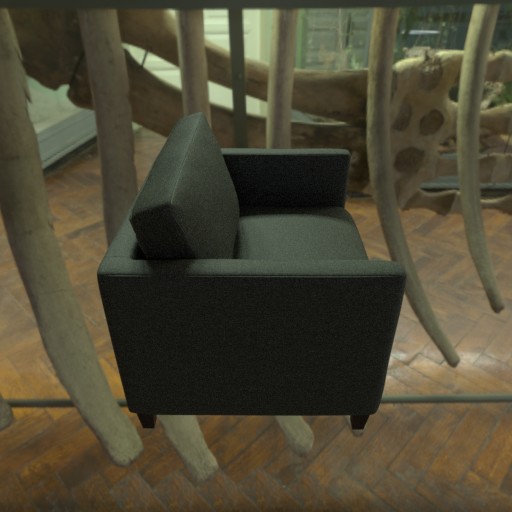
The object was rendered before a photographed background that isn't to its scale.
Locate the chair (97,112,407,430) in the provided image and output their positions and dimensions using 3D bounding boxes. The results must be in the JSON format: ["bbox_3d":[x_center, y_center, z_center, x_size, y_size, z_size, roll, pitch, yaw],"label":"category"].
[{"bbox_3d":[0.000,0.000,1.874,0.959,0.963,1.107,0,33,0],"label":"chair"}]
